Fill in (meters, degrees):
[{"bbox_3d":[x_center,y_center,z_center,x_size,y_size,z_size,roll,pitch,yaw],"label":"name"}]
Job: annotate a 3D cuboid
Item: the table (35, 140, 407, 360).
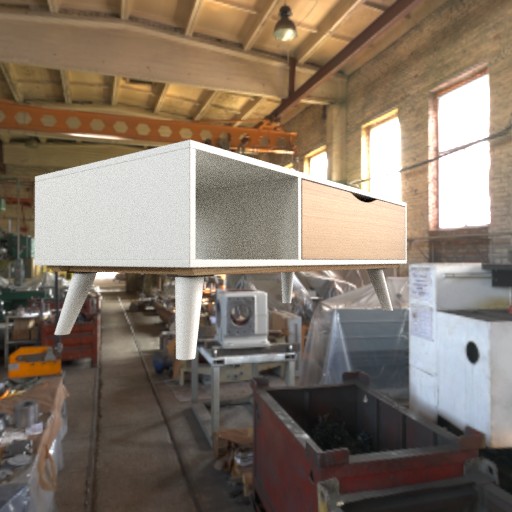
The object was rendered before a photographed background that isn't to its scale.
[{"bbox_3d":[0.000,0.000,1.499,0.609,0.432,1.194,0,-1,38],"label":"table"}]
